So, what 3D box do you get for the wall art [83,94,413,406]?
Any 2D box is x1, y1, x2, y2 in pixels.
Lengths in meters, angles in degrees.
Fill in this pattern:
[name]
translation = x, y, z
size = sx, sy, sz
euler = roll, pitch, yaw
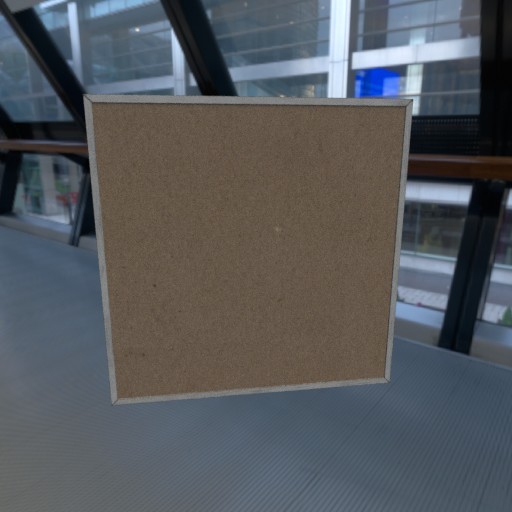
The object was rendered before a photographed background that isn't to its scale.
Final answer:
[wall art]
translation = 0.000, 0.000, 1.126
size = 0.762, 0.762, 0.038
euler = -2, 15, -8
